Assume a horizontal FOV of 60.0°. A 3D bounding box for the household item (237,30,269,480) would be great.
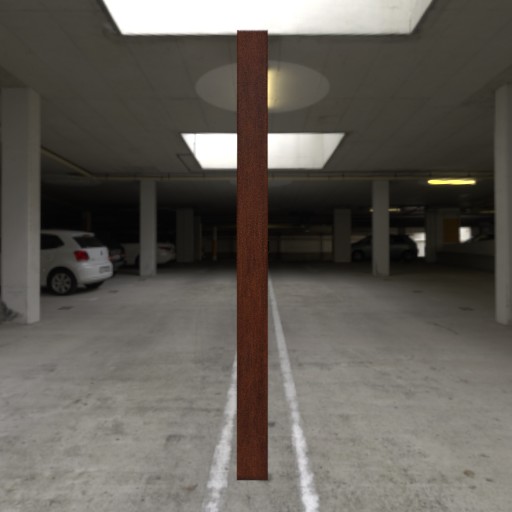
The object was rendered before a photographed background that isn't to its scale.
[{"bbox_3d":[0.000,0.000,0.346,0.020,0.250,0.200,0,-1,0],"label":"household item"}]
